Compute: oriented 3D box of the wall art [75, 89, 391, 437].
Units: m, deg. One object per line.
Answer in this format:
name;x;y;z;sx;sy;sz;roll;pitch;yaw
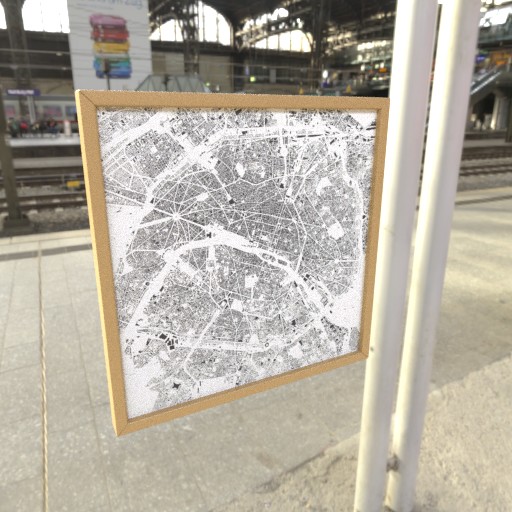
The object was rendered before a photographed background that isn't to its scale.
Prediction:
wall art;0.000;0.000;0.745;0.509;0.509;0.036;-9;19;-26
